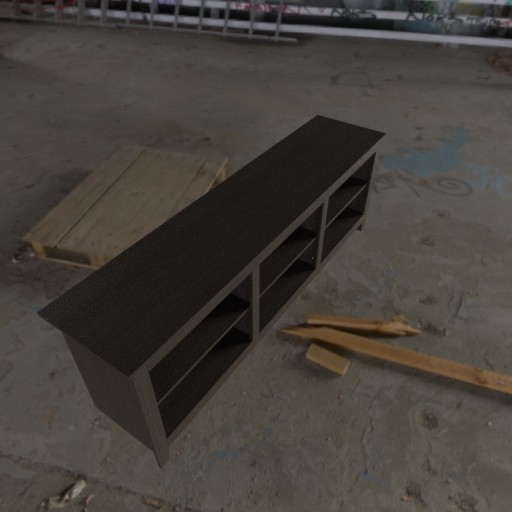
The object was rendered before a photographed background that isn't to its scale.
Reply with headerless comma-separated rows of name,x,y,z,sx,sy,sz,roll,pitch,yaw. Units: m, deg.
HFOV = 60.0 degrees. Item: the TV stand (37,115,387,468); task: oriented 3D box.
TV stand,0.000,0.000,2.027,0.406,0.610,1.778,25,47,26
